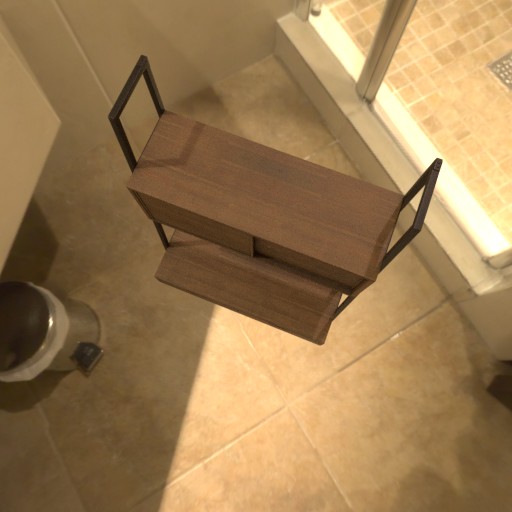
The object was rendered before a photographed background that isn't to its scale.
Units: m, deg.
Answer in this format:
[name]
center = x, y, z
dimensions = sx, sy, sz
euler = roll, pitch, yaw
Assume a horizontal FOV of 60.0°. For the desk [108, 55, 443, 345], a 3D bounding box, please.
[desk]
center = 0.000, 0.000, 2.157
dimensions = 0.982, 1.809, 0.515
euler = 21, 76, 5
